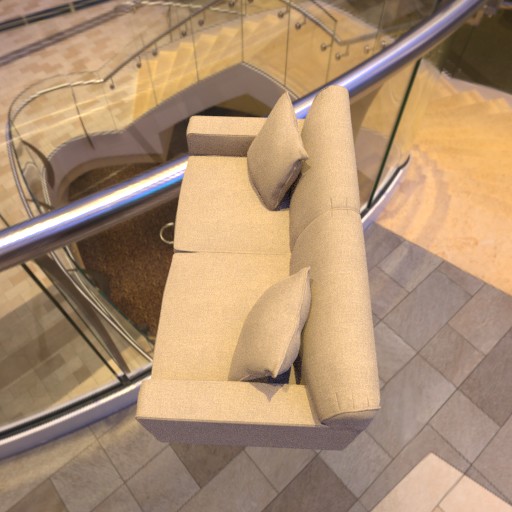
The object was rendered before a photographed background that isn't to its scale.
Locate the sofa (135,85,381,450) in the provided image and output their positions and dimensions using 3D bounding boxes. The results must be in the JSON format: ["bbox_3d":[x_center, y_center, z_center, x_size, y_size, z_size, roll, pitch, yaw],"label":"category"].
[{"bbox_3d":[0.000,0.000,2.427,0.998,0.958,1.846,2,58,1],"label":"sofa"}]
